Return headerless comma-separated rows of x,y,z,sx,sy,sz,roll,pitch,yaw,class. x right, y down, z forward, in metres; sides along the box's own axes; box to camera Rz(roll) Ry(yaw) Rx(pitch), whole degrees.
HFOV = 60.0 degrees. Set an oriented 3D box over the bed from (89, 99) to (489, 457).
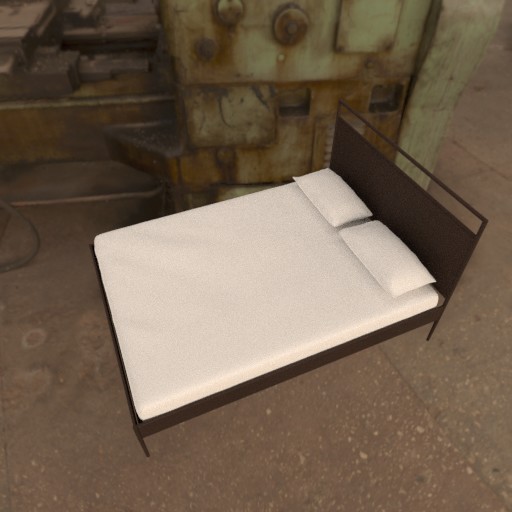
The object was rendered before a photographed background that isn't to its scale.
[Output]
0.000,0.000,3.064,2.122,1.173,1.572,-17,48,-16,bed
